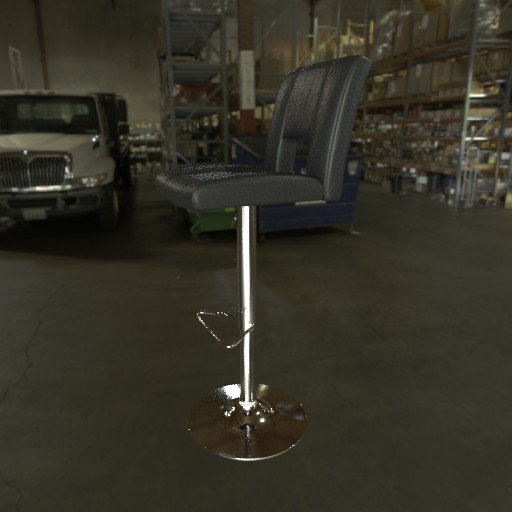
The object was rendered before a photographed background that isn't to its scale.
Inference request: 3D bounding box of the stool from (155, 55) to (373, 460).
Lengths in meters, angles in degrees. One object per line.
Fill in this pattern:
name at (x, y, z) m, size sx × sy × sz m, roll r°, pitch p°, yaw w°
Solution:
stool at (0.000, 0.000, 1.386) m, size 0.520 × 1.151 × 0.415 m, roll -7°, pitch 17°, yaw -25°
